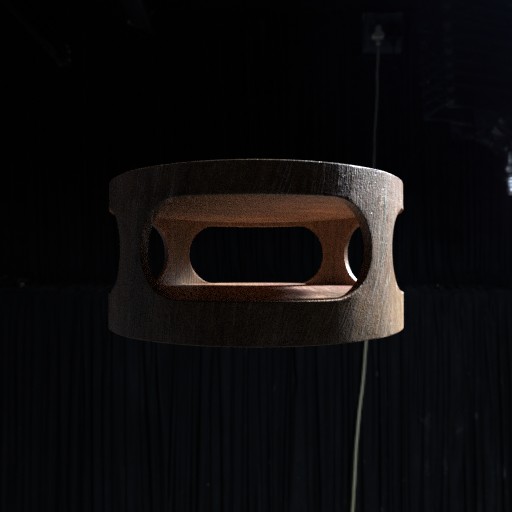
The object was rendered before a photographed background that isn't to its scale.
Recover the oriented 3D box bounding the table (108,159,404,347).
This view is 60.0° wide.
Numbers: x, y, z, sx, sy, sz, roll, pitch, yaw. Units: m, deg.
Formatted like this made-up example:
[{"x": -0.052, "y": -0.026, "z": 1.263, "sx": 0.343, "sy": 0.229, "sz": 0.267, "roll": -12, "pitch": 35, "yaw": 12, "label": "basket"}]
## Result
[{"x": 0.000, "y": 0.000, "z": 1.545, "sx": 0.974, "sy": 0.450, "sz": 0.974, "roll": 0, "pitch": -1, "yaw": 0, "label": "table"}]
